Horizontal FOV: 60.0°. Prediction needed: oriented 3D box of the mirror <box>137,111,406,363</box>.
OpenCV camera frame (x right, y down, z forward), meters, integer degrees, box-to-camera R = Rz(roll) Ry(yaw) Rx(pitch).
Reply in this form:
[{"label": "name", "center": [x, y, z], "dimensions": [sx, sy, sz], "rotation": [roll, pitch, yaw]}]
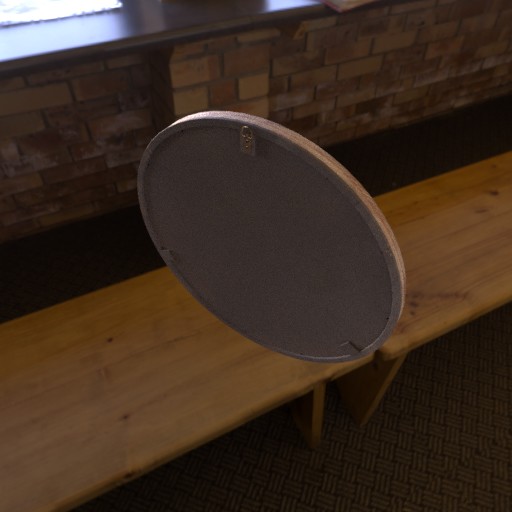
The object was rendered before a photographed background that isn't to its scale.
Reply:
[{"label": "mirror", "center": [0.000, 0.000, 1.070], "dimensions": [0.710, 0.710, 0.038], "rotation": [24, 51, 21]}]
